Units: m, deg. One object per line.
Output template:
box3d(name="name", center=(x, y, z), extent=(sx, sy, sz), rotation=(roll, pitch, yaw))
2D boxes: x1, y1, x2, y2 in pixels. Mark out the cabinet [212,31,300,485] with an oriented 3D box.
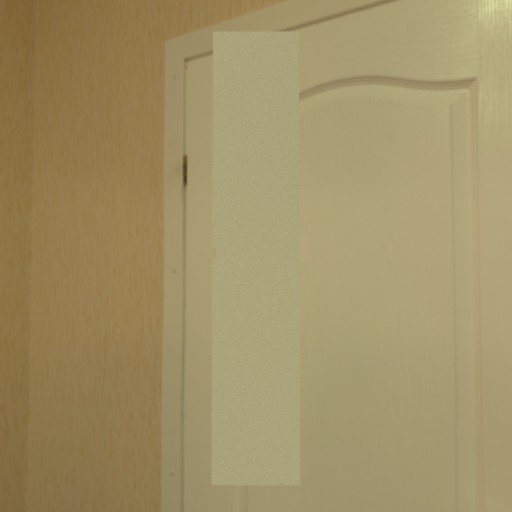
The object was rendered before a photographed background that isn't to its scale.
box3d(name="cabinet", center=(0.000, 0.000, 1.517), extent=(0.269, 1.400, 0.300), rotation=(0, -2, 0))
